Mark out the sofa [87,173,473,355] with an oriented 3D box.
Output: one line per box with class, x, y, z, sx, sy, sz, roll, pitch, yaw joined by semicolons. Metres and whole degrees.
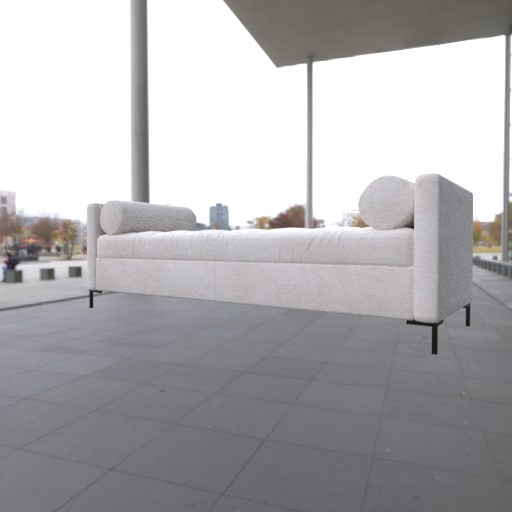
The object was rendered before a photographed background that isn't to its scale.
sofa;0.000;0.000;2.340;1.981;0.635;0.686;1;2;35
